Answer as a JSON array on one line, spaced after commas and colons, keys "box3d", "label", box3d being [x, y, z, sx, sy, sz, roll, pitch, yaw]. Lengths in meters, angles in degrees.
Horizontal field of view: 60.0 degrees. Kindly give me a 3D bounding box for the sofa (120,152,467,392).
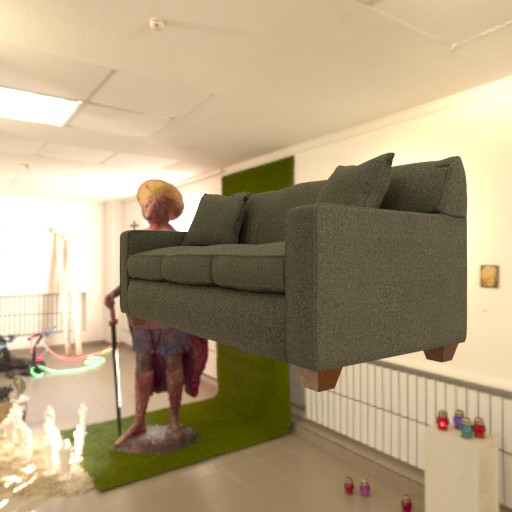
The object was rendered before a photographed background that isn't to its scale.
[{"box3d": [0.000, 0.000, 2.560, 0.997, 0.958, 2.024, 0, 0, -35], "label": "sofa"}]
